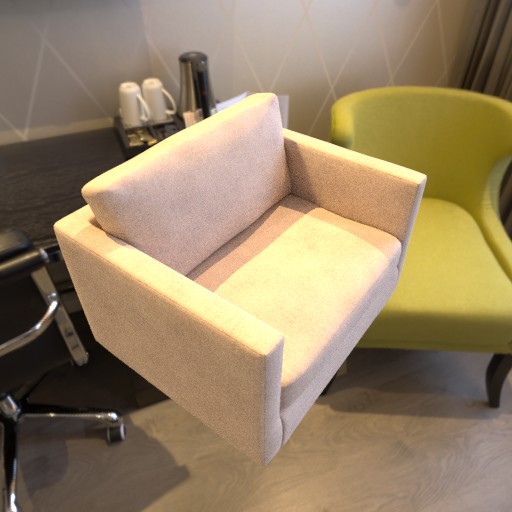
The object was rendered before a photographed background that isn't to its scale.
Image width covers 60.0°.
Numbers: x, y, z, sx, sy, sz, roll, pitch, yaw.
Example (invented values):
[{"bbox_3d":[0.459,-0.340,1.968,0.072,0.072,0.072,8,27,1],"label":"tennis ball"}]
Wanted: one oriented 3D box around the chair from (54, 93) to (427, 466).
[{"bbox_3d":[0.000,0.000,1.821,0.959,0.961,1.133,26,48,27],"label":"chair"}]
